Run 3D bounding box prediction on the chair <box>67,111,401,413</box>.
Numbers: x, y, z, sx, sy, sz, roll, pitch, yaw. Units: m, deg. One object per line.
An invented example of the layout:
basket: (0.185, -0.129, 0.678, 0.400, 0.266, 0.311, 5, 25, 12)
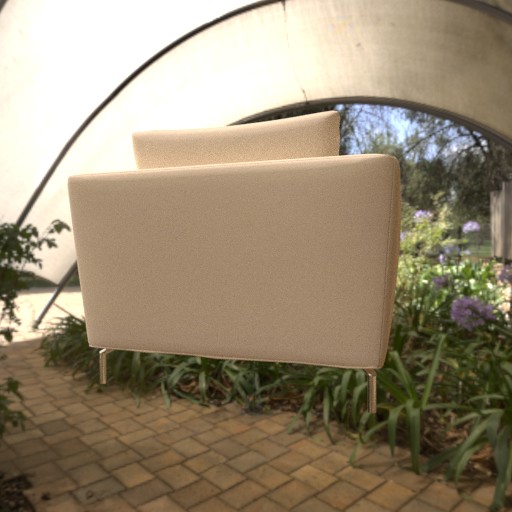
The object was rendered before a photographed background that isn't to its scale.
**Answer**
chair: (0.000, 0.000, 1.674, 1.041, 0.865, 0.889, 0, 0, 18)
